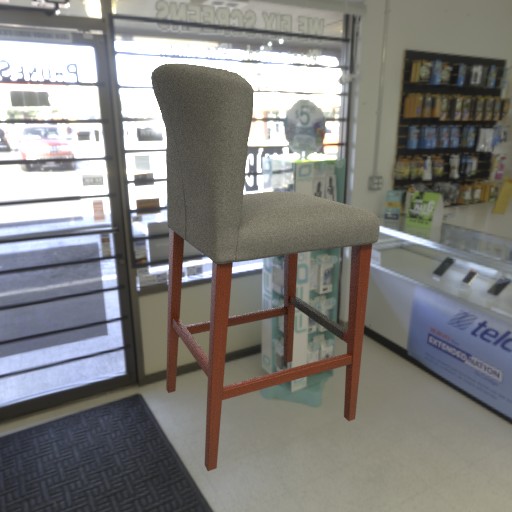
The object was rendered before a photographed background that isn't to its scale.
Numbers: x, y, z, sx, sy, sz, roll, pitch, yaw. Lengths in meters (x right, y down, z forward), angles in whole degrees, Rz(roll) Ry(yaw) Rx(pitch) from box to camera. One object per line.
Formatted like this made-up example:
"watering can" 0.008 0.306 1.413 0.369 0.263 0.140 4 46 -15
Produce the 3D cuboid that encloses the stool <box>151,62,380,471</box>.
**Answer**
"stool" 0.000 0.000 1.376 0.568 1.069 0.481 -8 19 -25
